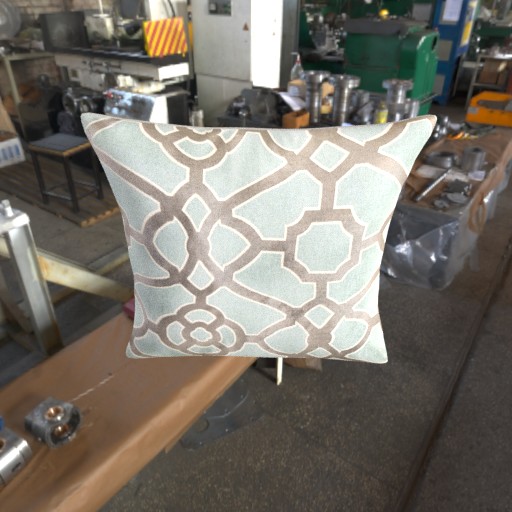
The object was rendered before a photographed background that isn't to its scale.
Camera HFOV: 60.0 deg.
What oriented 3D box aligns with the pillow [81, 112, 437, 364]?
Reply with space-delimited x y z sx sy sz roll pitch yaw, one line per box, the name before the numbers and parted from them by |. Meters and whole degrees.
pillow | 0.000 0.000 0.811 0.552 0.508 0.166 1 31 2
